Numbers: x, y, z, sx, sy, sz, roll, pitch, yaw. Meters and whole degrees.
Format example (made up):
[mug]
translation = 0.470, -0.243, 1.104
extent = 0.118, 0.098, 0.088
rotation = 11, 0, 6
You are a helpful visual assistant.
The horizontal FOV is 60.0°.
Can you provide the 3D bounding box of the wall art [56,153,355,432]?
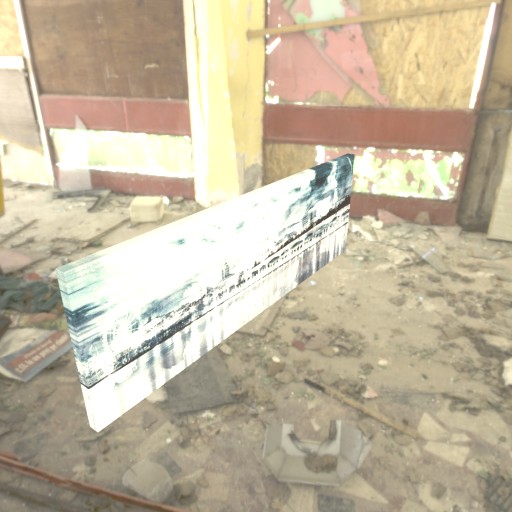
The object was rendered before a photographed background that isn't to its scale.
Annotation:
[wall art]
translation = 0.000, 0.000, 1.694
extent = 0.037, 0.509, 1.524
rotation = 18, 31, 33
